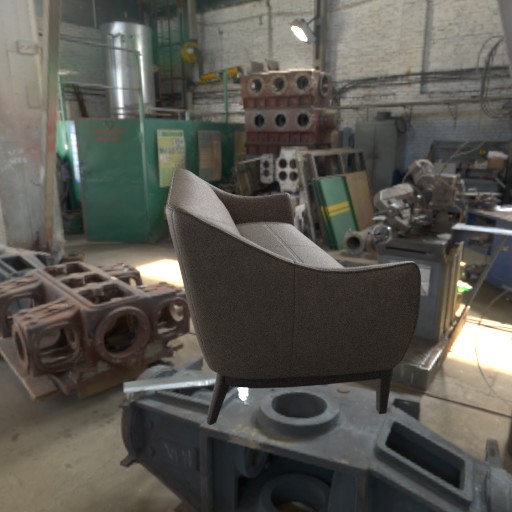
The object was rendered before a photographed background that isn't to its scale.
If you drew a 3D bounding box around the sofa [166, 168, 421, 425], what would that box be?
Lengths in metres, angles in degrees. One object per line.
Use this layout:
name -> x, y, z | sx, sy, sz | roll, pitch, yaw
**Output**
sofa -> 0.000, 0.000, 2.380 | 0.869, 0.831, 1.928 | -2, 15, -9
